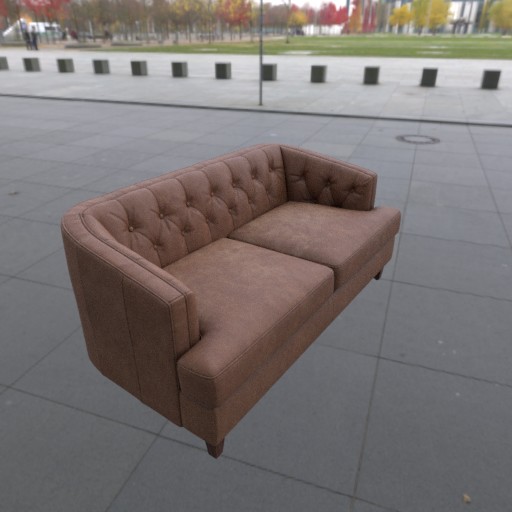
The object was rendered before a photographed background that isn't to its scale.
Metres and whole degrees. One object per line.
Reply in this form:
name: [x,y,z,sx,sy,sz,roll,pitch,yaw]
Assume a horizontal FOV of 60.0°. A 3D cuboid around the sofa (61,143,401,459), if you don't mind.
sofa: [0.000,0.000,2.253,0.914,0.786,1.755,18,32,31]
